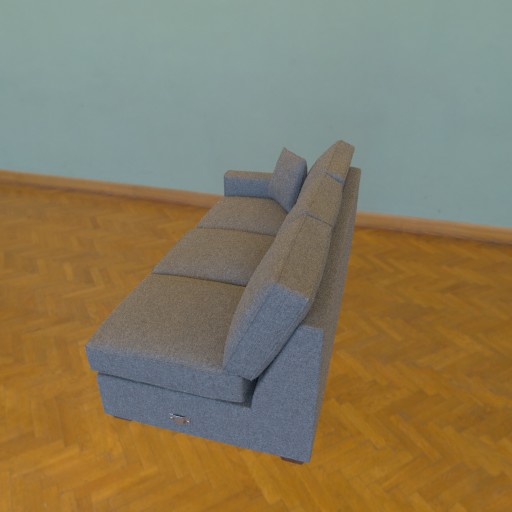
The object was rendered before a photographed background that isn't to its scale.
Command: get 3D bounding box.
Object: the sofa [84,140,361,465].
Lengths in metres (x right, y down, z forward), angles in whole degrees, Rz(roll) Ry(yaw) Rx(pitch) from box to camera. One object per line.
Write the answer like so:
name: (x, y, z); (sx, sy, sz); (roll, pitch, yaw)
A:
sofa: (0.000, 0.000, 2.586); (1.034, 0.946, 1.963); (8, 30, 13)
